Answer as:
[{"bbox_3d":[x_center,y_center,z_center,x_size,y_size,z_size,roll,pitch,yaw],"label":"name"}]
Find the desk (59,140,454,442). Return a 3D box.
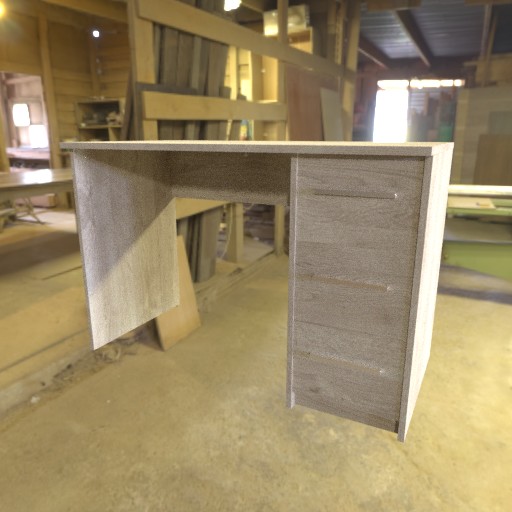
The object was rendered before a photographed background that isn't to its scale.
[{"bbox_3d":[0.000,0.000,1.479,1.097,0.735,0.560,8,17,26],"label":"desk"}]
